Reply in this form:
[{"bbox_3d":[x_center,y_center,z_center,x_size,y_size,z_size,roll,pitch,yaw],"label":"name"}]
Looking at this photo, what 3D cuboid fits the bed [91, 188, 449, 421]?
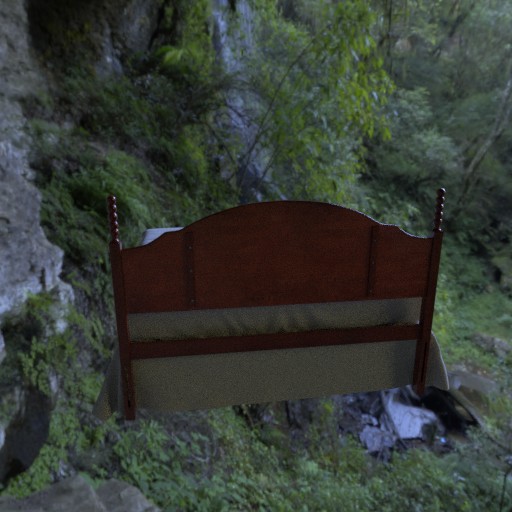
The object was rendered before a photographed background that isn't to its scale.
[{"bbox_3d":[0.000,0.000,3.652,2.322,1.355,2.219,-2,16,-8],"label":"bed"}]
